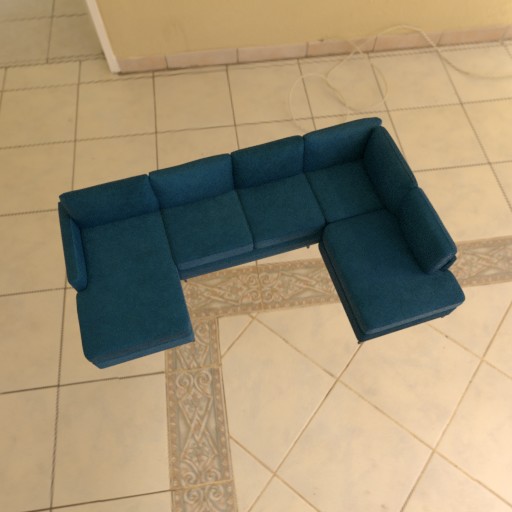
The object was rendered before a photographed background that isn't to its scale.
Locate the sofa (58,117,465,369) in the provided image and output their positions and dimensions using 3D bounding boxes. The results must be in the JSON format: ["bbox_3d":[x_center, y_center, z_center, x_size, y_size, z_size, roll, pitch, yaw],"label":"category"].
[{"bbox_3d":[0.000,0.000,4.277,3.434,0.992,2.055,-16,64,-8],"label":"sofa"}]
